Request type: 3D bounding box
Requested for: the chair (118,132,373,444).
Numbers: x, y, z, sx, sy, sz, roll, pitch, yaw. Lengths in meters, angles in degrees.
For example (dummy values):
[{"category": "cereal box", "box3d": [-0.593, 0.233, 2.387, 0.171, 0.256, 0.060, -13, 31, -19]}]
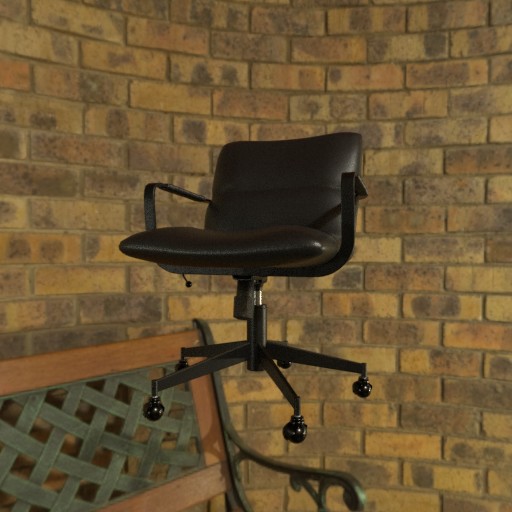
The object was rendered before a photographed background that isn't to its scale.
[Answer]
[{"category": "chair", "box3d": [0.000, 0.000, 1.436, 0.719, 0.922, 0.748, 0, 1, 20]}]
